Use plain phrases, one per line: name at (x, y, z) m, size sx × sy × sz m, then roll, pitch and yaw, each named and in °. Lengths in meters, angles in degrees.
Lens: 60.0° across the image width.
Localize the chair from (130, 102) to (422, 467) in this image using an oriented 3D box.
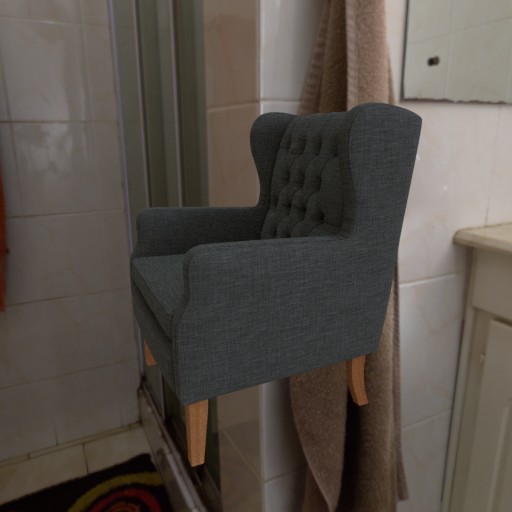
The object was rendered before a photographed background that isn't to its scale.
chair at (0.000, 0.000, 1.487) m, size 0.775 × 0.953 × 0.711 m, roll -7°, pitch 17°, yaw -24°
